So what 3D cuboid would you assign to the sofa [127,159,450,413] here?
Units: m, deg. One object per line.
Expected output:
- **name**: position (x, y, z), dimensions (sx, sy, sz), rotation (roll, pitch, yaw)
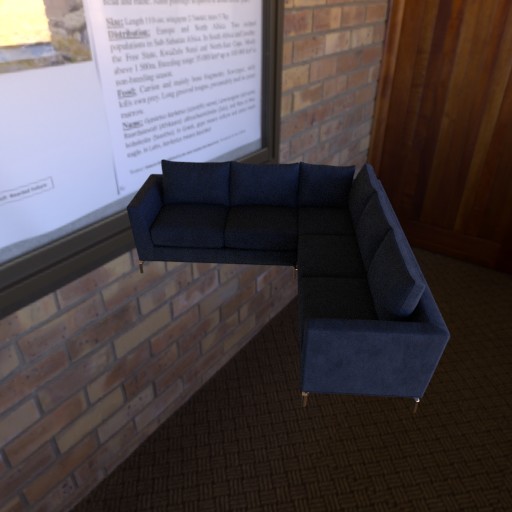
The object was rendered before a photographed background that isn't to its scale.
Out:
- **sofa**: position (0.000, 0.000, 3.859), dimensions (2.472, 0.988, 2.463), rotation (2, 32, 3)
